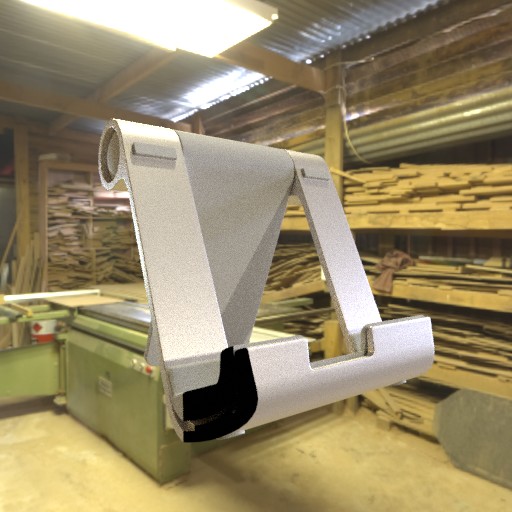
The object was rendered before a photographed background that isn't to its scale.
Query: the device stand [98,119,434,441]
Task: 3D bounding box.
[{"bbox_3d":[0.000,0.000,0.149,0.086,0.084,0.079,-1,1,-37],"label":"device stand"}]
